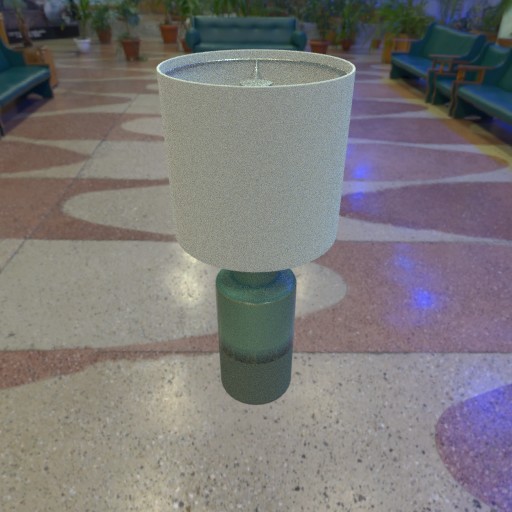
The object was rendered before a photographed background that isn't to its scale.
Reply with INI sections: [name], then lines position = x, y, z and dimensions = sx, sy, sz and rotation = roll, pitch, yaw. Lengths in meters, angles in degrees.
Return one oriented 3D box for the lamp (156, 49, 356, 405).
[lamp]
position = 0.000, 0.000, 0.613
dimensions = 0.212, 0.493, 0.212
rotation = 0, 33, 0
